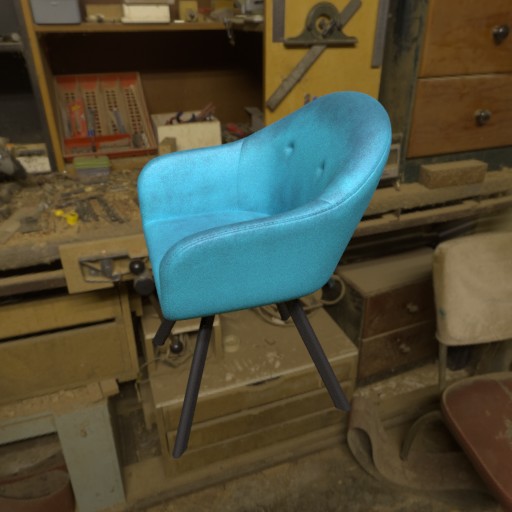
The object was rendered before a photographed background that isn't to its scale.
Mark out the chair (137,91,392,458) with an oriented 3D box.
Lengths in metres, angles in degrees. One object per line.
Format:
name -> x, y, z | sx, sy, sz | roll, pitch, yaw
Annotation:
chair -> 0.000, 0.000, 1.149 | 0.570, 0.780, 0.540 | -9, 30, -16
